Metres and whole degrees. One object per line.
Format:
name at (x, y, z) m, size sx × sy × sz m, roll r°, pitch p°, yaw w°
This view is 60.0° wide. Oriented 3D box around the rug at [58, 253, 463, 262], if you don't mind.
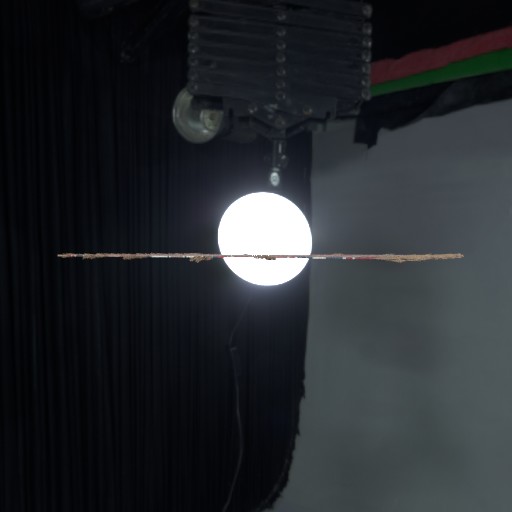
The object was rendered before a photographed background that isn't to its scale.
rug at (0.000, 0.000, 2.559) m, size 2.025 × 0.040 × 1.469 m, roll 0°, pitch 1°, yaw 35°
